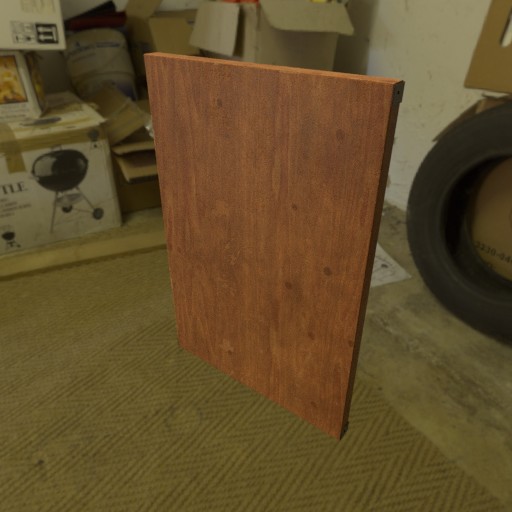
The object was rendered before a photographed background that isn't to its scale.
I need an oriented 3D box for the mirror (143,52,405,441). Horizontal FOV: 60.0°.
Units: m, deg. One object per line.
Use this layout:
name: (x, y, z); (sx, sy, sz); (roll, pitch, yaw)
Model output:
mirror: (0.000, 0.000, 0.949); (0.517, 0.761, 0.053); (21, 37, 31)
